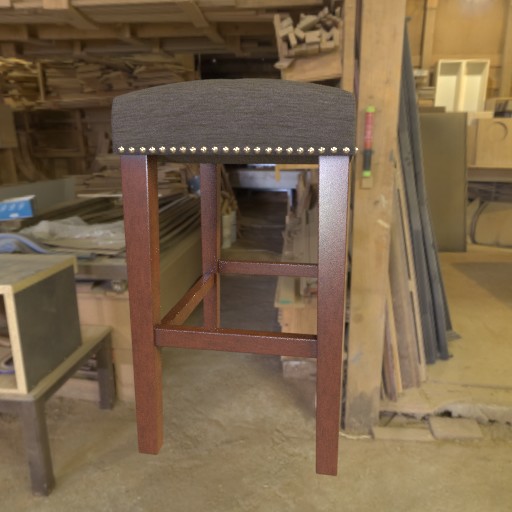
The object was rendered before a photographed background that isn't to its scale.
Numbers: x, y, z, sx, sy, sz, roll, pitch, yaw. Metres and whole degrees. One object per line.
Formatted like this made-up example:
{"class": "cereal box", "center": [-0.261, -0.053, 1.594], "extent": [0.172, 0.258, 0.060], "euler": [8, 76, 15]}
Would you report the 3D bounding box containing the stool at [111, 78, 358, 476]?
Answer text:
{"class": "stool", "center": [0.000, 0.000, 0.942], "extent": [0.372, 0.654, 0.504], "euler": [2, 15, 9]}
